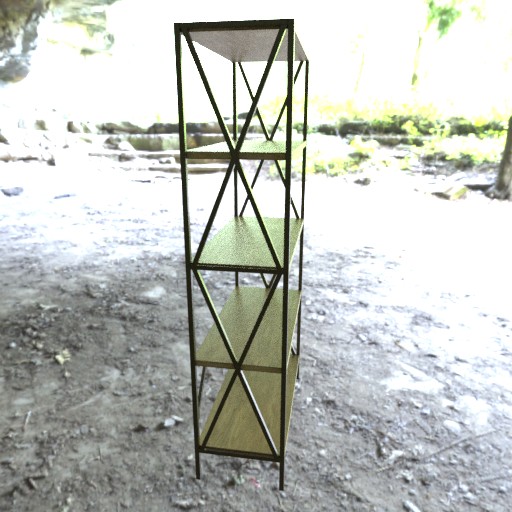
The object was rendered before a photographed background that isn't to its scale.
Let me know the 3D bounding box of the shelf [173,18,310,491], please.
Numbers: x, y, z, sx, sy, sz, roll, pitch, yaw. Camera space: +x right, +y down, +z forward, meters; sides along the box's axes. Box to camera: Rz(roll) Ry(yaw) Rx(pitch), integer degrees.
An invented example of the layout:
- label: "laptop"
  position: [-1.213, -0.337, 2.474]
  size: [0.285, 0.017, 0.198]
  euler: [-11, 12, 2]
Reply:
- label: "shelf"
  position: [0.000, 0.000, 2.058]
  size: [0.386, 1.803, 0.874]
  euler: [3, 18, 9]
